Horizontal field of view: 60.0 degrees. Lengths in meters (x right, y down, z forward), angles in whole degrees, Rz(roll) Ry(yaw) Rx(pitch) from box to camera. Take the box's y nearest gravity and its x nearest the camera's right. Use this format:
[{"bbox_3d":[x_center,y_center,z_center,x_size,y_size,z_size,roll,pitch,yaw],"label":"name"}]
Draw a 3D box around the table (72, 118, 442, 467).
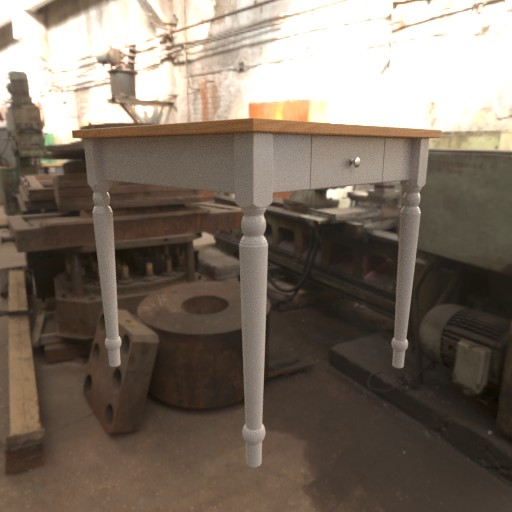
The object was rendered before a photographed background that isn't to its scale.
[{"bbox_3d":[0.000,0.000,1.351,0.747,0.738,0.747,-13,19,-43],"label":"table"}]
